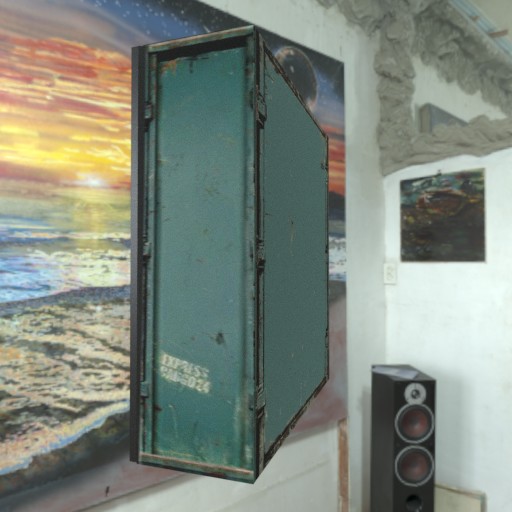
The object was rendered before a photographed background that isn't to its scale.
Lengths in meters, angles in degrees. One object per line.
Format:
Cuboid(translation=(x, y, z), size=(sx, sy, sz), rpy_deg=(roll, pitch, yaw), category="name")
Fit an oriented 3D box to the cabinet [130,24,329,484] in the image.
Cuboid(translation=(0.000, 0.000, 3.134), size=(0.680, 2.160, 2.000), rpy_deg=(0, -1, 19), category="cabinet")
